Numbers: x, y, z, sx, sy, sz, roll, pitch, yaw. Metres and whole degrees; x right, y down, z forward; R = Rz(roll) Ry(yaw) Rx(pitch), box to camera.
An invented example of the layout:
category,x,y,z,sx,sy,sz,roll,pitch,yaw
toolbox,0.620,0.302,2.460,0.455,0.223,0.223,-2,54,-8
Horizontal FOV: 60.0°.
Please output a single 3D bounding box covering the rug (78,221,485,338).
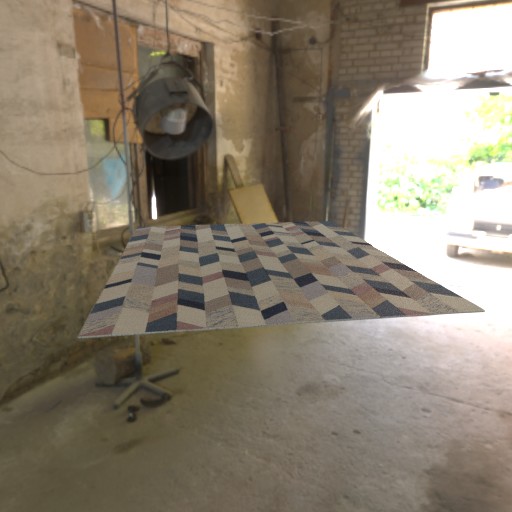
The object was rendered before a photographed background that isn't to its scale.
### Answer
category,x,y,z,sx,sy,sz,roll,pitch,yaw
rug,0.000,0.000,4.061,2.451,0.011,3.072,-2,15,-9
